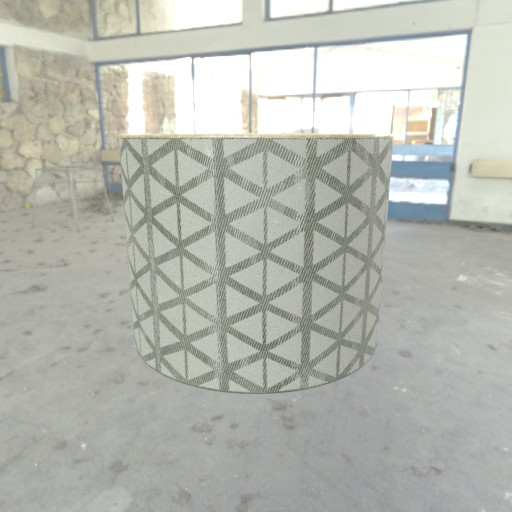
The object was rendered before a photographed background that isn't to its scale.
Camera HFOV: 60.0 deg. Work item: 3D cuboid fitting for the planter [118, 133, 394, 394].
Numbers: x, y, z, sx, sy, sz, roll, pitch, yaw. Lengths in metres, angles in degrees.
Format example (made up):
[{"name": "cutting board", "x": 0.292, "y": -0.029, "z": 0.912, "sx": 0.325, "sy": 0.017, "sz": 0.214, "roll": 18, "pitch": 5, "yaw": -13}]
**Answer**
[{"name": "planter", "x": 0.000, "y": 0.000, "z": 0.451, "sx": 0.250, "sy": 0.239, "sz": 0.250, "roll": 0, "pitch": 15, "yaw": 0}]
